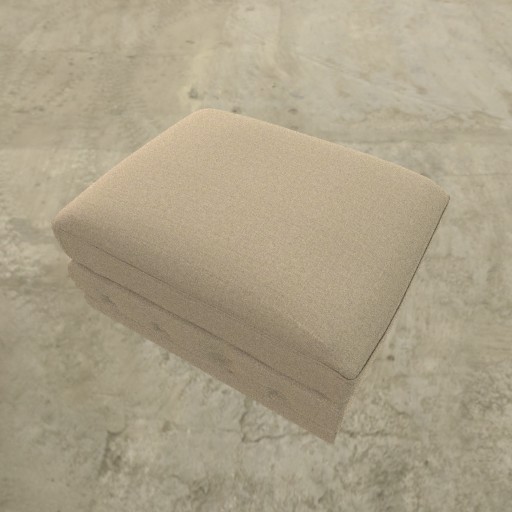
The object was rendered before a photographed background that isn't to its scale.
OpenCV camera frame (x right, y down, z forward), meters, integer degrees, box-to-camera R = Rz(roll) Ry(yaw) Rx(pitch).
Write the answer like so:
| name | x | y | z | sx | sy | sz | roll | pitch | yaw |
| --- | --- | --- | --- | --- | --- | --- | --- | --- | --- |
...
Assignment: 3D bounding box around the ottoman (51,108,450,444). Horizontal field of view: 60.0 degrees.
| name | x | y | z | sx | sy | sz | roll | pitch | yaw |
| --- | --- | --- | --- | --- | --- | --- | --- | --- | --- |
| ottoman | 0.000 | 0.000 | 1.031 | 0.684 | 0.463 | 0.541 | 24 | 52 | 21 |
